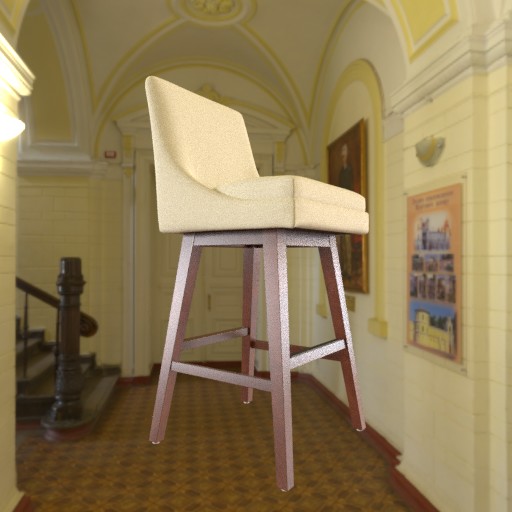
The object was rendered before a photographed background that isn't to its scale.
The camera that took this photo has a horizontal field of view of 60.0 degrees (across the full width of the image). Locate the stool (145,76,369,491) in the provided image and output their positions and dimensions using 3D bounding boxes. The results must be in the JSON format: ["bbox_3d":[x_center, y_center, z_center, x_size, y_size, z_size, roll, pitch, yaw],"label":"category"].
[{"bbox_3d":[0.000,0.000,1.364,0.559,1.097,0.470,0,0,36],"label":"stool"}]
